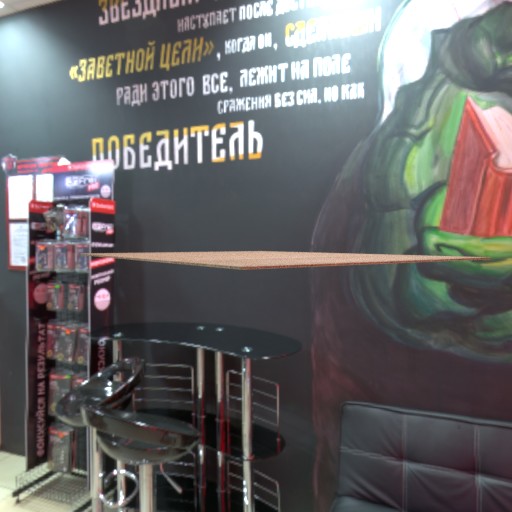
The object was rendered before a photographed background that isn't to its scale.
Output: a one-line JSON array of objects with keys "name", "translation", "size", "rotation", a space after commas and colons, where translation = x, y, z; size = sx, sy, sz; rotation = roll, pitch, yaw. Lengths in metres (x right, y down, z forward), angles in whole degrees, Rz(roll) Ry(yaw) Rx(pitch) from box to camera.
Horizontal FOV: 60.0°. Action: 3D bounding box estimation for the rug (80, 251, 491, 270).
[{"name": "rug", "translation": [0.000, 0.000, 4.205], "size": [2.425, 0.016, 3.198], "rotation": [-1, 2, -35]}]
